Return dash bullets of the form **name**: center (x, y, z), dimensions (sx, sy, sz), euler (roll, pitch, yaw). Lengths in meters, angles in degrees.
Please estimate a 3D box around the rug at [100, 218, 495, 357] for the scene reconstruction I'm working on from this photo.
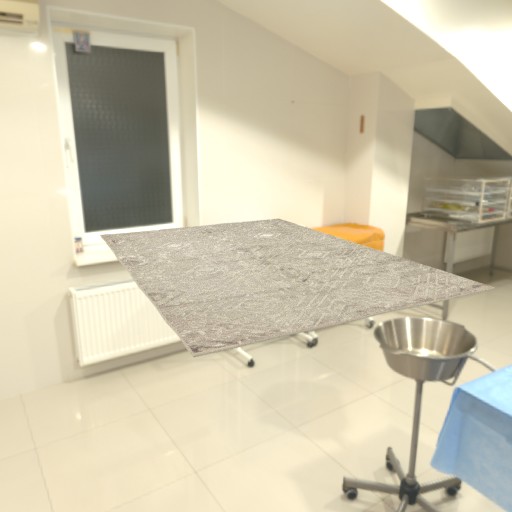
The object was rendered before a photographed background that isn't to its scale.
- **rug**: center (0.000, 0.000, 4.319), dimensions (2.448, 0.020, 3.359), euler (-7, 17, -26)
